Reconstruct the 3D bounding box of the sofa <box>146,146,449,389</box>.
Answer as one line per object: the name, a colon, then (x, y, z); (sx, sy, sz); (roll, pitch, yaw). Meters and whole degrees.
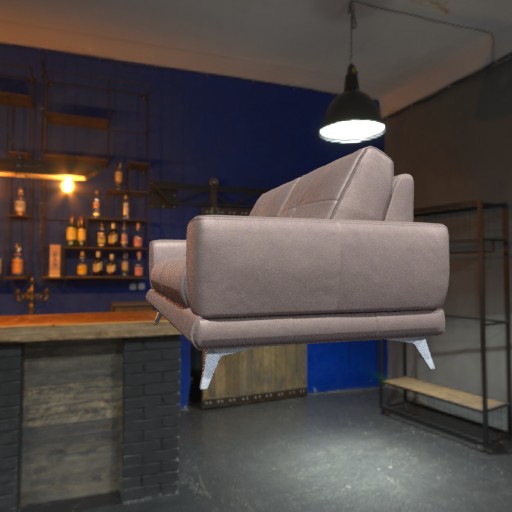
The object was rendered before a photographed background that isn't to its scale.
sofa: (0.000, 0.000, 2.373); (1.018, 0.907, 1.806); (0, -1, -18)
